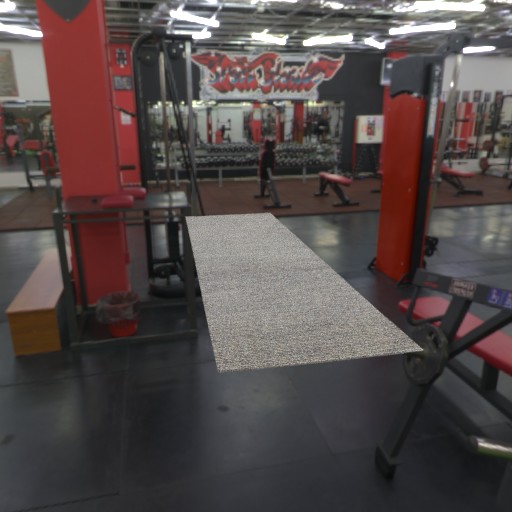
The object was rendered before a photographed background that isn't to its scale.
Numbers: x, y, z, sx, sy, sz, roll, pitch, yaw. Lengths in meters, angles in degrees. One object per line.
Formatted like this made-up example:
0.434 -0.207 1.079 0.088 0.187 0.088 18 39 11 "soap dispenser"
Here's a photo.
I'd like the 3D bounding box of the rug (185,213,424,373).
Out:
0.000 0.000 2.516 0.697 0.013 2.335 -3 17 -11 "rug"
